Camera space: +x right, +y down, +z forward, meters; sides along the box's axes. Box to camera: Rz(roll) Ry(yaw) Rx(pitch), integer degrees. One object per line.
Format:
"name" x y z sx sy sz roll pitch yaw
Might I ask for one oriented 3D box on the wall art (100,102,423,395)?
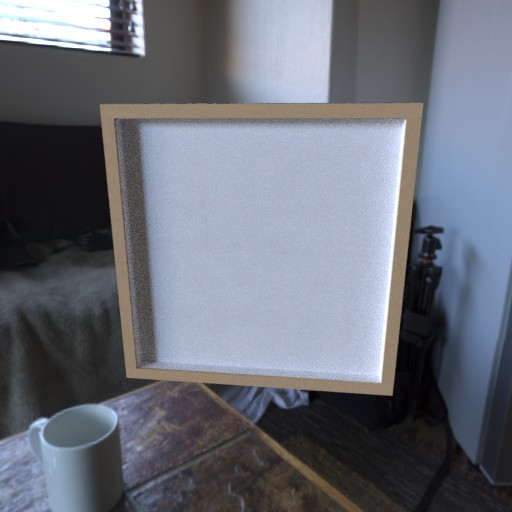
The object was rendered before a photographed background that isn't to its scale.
"wall art" 0.000 0.000 0.939 0.612 0.612 0.038 2 17 6
